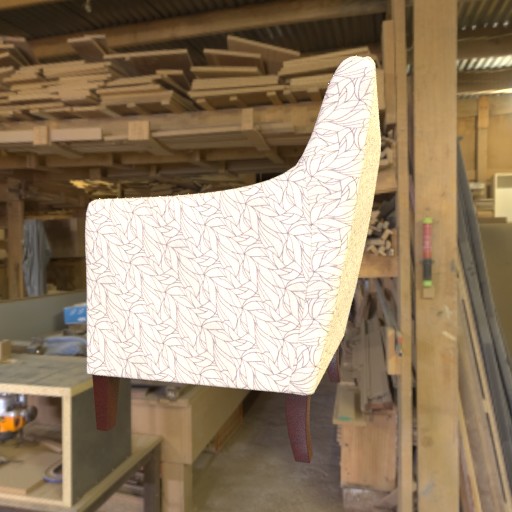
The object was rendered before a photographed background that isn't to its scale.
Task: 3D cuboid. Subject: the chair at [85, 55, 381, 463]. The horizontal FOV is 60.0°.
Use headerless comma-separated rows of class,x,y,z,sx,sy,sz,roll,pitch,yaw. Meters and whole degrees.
chair,0.000,0.000,1.222,0.651,0.816,0.623,0,1,17
